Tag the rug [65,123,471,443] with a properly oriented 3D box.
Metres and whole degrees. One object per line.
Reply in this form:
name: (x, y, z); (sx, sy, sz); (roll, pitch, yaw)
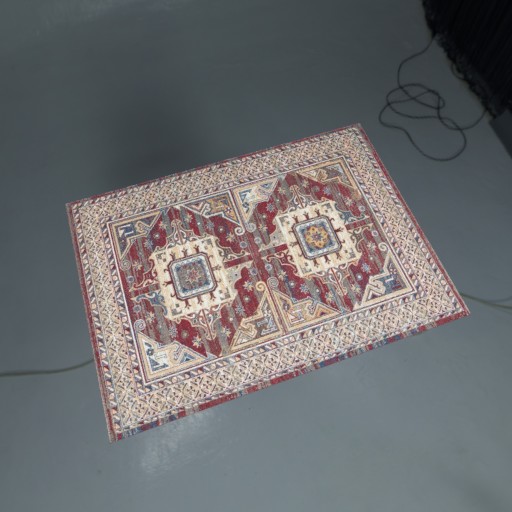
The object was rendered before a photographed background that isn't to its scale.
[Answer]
rug: (0.000, 0.000, 2.865); (2.210, 0.011, 1.599); (-17, 65, -8)
